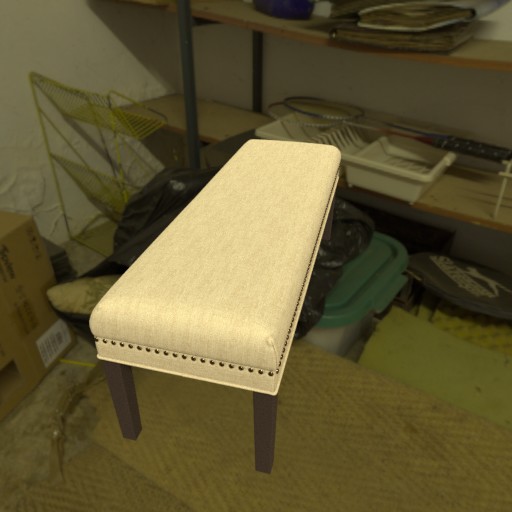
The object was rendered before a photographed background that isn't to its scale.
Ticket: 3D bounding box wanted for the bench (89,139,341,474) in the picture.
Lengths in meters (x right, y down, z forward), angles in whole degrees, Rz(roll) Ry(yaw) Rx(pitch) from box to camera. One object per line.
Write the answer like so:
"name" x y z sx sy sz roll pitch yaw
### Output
"bench" 0.000 0.000 1.470 0.410 0.457 1.219 8 33 13
